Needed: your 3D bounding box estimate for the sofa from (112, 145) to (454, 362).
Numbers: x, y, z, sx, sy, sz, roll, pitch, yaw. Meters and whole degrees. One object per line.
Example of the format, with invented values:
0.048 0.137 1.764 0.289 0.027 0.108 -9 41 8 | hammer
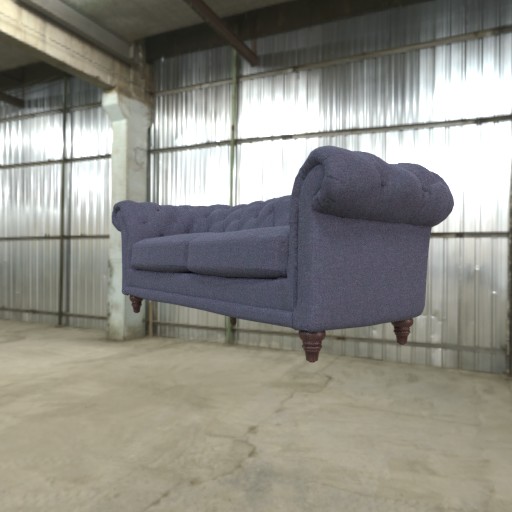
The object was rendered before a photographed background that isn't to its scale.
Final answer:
0.000 0.000 2.743 1.046 0.836 2.335 0 0 -37 | sofa
